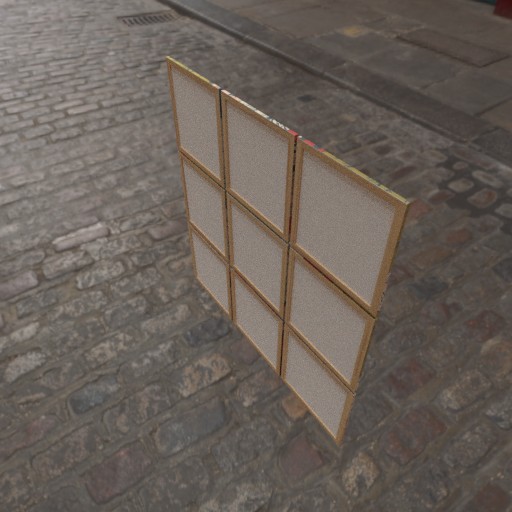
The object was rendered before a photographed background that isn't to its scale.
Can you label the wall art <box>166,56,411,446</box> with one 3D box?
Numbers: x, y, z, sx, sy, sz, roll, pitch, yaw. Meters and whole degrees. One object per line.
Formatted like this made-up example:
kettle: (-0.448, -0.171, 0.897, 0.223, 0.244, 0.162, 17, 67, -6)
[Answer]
wall art: (0.000, 0.000, 1.781, 0.013, 1.218, 1.206, -25, 48, -25)
